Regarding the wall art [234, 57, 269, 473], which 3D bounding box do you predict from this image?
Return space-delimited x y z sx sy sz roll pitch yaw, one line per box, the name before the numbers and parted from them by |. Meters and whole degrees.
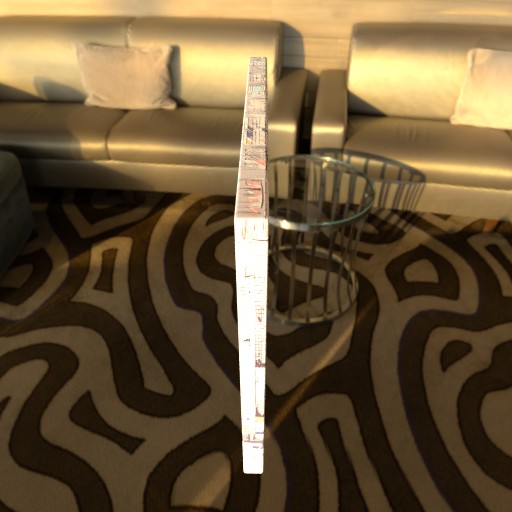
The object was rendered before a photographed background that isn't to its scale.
wall art | 0.000 0.000 0.909 0.038 0.608 0.607 1 40 1
